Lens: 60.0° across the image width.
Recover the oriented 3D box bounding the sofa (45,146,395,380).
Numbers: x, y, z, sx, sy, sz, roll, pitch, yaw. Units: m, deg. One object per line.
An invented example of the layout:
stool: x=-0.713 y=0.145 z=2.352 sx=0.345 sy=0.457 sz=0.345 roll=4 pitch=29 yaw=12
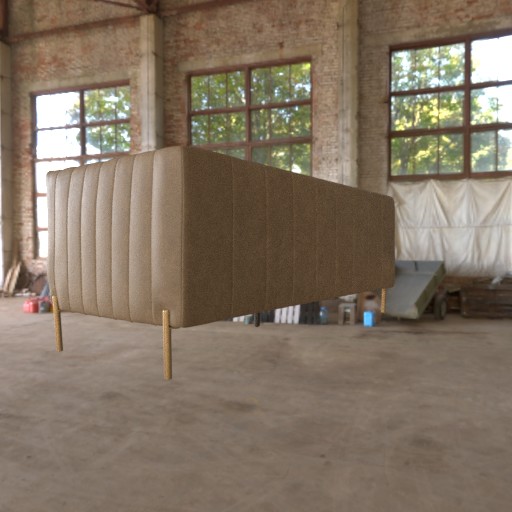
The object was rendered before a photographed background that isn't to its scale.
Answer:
sofa: x=0.000 y=0.000 z=2.429 sx=0.876 sy=0.779 sz=1.980 roll=1 pitch=1 yaw=37
